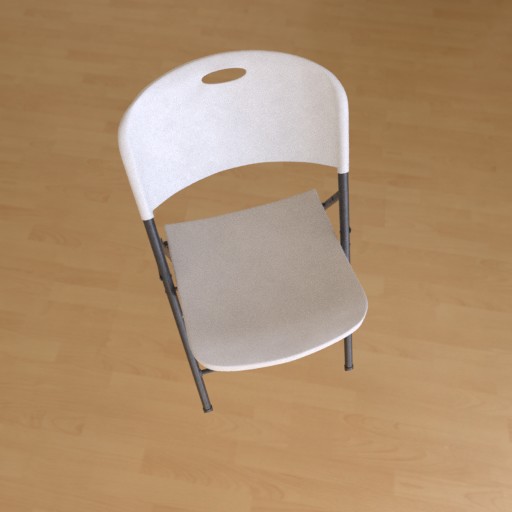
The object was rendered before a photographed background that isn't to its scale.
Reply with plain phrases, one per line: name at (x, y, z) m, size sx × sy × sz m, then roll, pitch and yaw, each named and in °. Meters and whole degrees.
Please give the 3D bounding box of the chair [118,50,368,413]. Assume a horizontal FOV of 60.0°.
chair at (0.000, 0.000, 1.150) m, size 0.494 × 0.810 × 0.566 m, roll -14°, pitch 64°, yaw -7°
